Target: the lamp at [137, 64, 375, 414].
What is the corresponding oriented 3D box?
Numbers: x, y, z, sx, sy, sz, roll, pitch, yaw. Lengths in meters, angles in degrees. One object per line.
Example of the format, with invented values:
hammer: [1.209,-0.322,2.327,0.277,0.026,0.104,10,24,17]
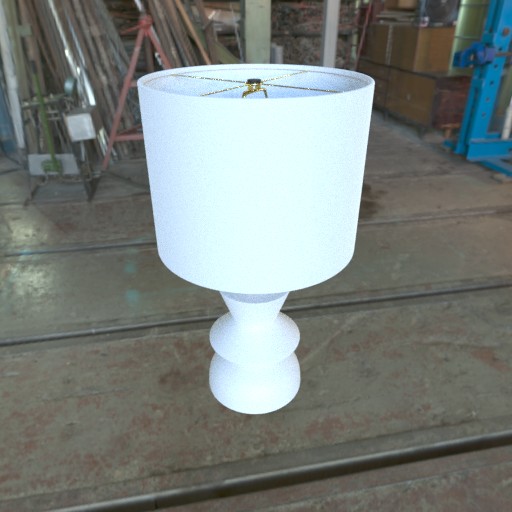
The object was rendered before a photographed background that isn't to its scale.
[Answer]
lamp: [0.000,0.000,0.707,0.301,0.533,0.301,18,34,29]
